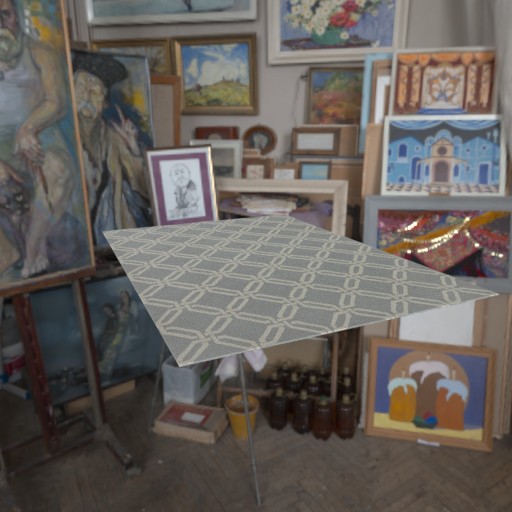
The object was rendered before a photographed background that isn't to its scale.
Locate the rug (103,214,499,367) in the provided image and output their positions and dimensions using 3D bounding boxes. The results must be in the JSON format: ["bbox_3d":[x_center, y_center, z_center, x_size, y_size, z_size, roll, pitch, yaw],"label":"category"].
[{"bbox_3d":[0.000,0.000,4.267,2.438,0.013,3.353,-8,18,-24],"label":"rug"}]
